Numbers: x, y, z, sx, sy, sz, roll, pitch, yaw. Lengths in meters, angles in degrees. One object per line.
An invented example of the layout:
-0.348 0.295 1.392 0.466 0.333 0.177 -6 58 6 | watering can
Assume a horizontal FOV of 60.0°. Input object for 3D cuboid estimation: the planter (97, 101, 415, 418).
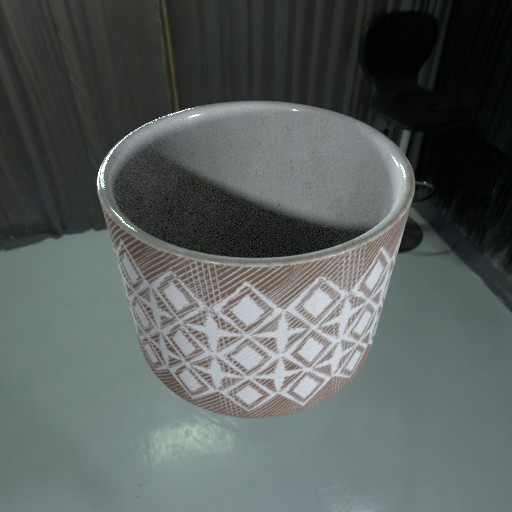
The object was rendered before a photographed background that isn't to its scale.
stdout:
0.000 0.000 0.216 0.126 0.104 0.126 0 41 0 | planter
